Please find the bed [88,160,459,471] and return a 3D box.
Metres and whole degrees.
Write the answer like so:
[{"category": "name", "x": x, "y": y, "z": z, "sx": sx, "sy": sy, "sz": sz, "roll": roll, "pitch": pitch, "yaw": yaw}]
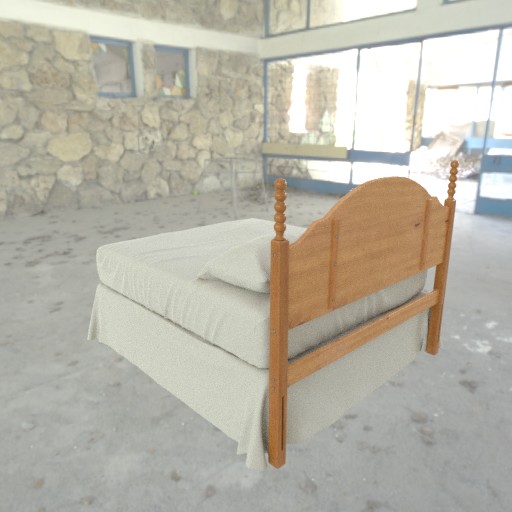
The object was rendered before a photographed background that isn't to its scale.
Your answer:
[{"category": "bed", "x": 0.000, "y": 0.000, "z": 3.149, "sx": 1.873, "sy": 1.356, "sz": 2.040, "roll": -14, "pitch": 21, "yaw": -41}]
